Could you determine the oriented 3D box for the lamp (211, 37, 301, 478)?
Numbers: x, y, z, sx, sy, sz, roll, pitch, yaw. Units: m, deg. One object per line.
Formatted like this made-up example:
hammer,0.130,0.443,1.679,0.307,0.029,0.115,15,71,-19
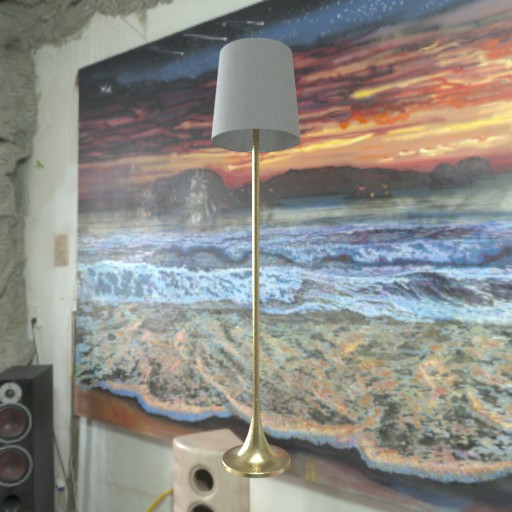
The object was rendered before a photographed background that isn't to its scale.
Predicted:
lamp,0.000,0.000,1.675,0.337,1.543,0.337,0,-1,0
